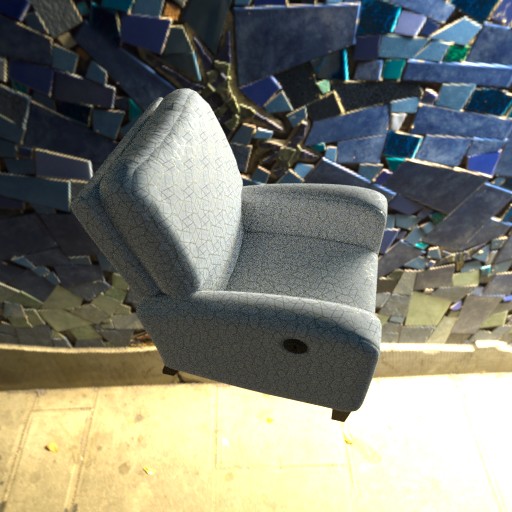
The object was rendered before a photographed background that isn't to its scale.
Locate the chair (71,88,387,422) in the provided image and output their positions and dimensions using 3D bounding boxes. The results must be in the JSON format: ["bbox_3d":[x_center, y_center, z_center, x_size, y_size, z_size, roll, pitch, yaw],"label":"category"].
[{"bbox_3d":[0.000,0.000,1.760,0.995,1.064,0.796,10,47,9],"label":"chair"}]
